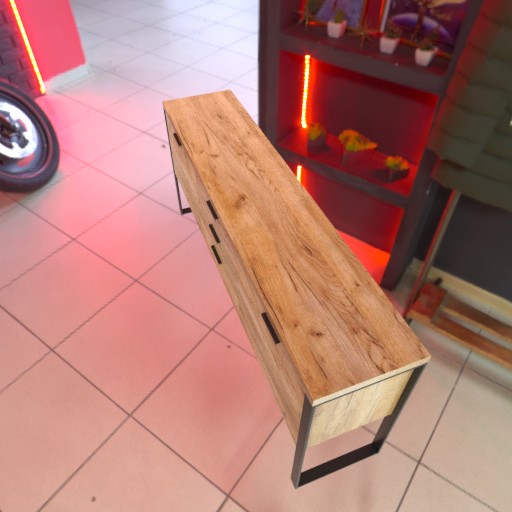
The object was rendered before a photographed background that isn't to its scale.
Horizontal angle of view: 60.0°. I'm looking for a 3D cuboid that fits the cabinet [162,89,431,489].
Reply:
[{"bbox_3d":[0.000,0.000,2.094,0.395,0.762,1.800,-16,48,-15],"label":"cabinet"}]
